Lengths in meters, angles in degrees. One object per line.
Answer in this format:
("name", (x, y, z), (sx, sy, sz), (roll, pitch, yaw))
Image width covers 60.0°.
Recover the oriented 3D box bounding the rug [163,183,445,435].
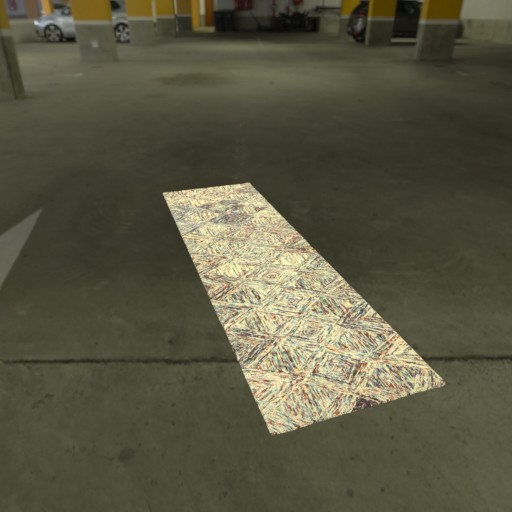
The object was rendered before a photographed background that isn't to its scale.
("rug", (0.000, 0.000, 2.472), (0.688, 0.015, 2.292), (-10, 30, -17))
